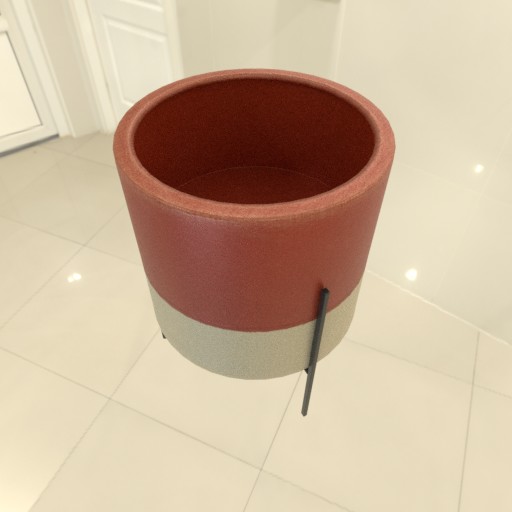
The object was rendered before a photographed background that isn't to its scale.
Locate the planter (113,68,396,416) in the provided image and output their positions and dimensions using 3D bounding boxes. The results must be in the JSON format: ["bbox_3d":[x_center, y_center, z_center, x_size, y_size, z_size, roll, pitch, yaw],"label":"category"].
[{"bbox_3d":[0.000,0.000,0.714,0.345,0.465,0.354,23,50,21],"label":"planter"}]
